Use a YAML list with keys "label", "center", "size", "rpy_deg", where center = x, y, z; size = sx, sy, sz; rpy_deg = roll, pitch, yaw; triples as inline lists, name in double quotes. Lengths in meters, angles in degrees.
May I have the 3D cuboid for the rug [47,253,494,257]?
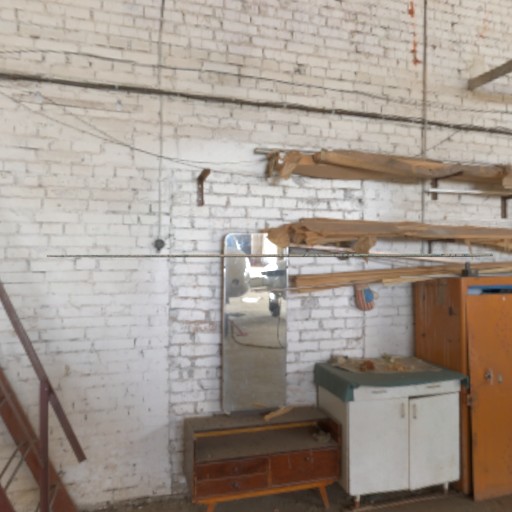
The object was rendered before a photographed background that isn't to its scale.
- label: "rug"
  center: [0.000, 0.000, 2.692]
  size: [2.452, 0.012, 0.775]
  rpy_deg: [0, 0, 18]
